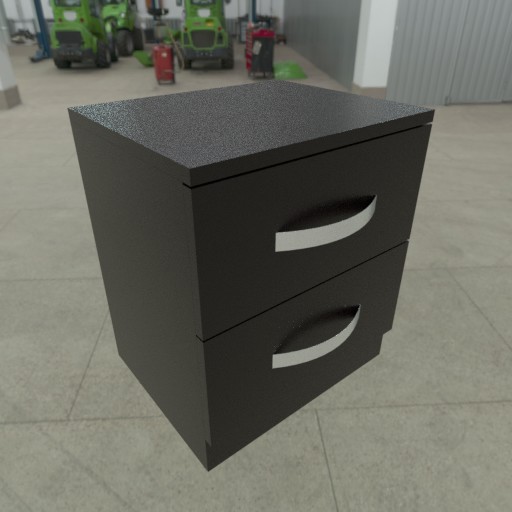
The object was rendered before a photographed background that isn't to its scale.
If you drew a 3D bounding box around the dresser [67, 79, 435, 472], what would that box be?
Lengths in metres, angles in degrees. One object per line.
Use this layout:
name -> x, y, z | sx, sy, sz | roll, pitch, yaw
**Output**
dresser -> 0.000, 0.000, 0.736 | 0.400, 0.470, 0.360 | -22, 37, -33
